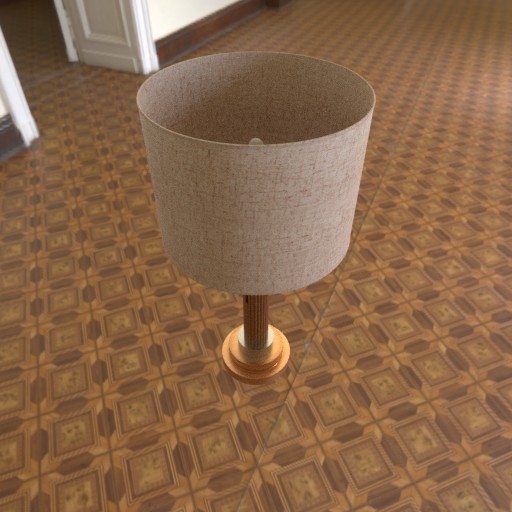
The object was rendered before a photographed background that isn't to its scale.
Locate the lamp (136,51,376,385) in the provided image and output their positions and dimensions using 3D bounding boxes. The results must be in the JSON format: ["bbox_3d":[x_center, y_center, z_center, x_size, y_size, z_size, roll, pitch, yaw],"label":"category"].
[{"bbox_3d":[0.000,0.000,0.809,0.321,0.610,0.321,27,48,27],"label":"lamp"}]
